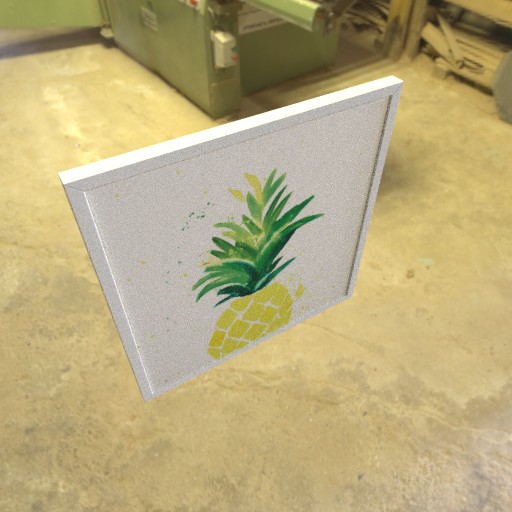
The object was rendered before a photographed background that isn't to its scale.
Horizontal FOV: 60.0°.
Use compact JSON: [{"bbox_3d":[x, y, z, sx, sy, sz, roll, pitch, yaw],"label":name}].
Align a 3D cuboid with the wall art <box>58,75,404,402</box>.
[{"bbox_3d":[0.000,0.000,1.149,0.763,0.761,0.038,-23,50,-21],"label":"wall art"}]
